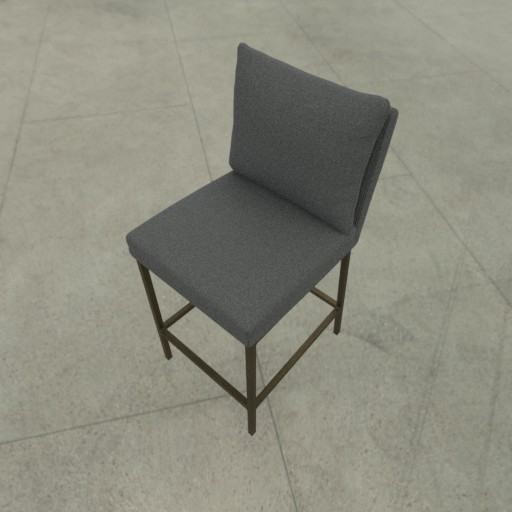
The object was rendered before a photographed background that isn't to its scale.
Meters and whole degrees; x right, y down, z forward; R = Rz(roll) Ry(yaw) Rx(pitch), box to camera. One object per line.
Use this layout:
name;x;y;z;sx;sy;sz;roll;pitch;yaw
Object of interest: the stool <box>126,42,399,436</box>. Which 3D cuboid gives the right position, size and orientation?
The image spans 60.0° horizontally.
stool;0.000;0.000;1.337;0.463;1.030;0.569;33;56;27
